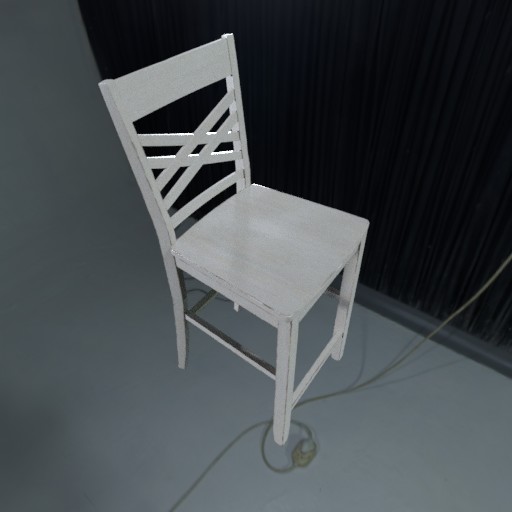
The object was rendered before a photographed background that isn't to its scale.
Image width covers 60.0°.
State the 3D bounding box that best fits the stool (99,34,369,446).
[{"bbox_3d":[0.000,0.000,1.344,0.539,1.079,0.462,25,47,25],"label":"stool"}]
